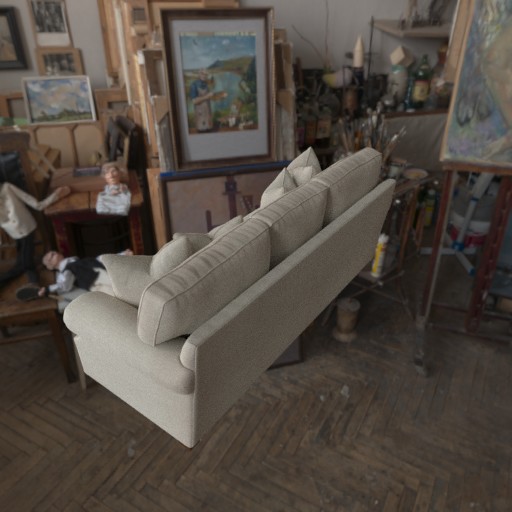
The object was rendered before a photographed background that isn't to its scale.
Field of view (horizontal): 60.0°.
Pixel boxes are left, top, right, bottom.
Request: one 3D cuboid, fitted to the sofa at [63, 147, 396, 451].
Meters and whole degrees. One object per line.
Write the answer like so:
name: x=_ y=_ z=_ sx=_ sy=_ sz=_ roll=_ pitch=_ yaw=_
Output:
sofa: x=0.000 y=0.000 z=2.859 sx=0.965 sy=0.975 sz=2.312 roll=21 pitch=38 yaw=30
